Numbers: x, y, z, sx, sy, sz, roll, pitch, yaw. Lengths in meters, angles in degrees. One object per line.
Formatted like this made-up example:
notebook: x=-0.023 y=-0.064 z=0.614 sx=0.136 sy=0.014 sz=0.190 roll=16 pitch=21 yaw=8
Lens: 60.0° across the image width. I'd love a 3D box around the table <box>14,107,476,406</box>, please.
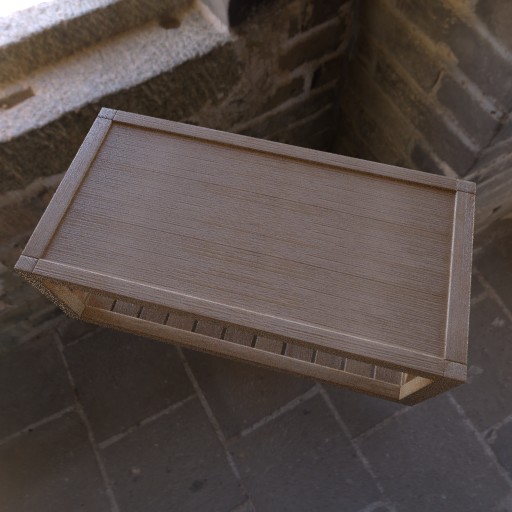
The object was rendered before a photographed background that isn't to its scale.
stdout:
table: x=0.000 y=0.000 z=1.579 sx=1.321 sy=0.457 sz=0.660 roll=13 pitch=64 yaw=6
